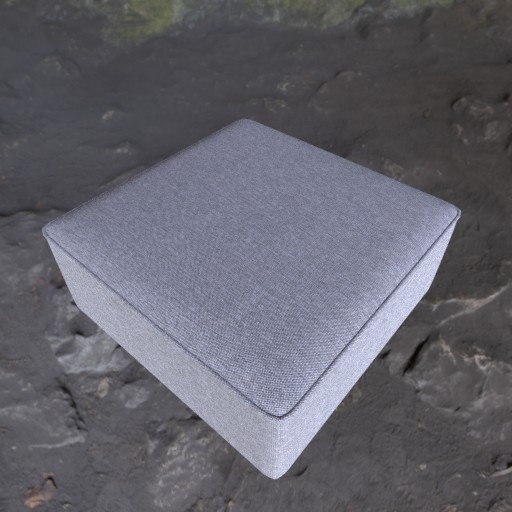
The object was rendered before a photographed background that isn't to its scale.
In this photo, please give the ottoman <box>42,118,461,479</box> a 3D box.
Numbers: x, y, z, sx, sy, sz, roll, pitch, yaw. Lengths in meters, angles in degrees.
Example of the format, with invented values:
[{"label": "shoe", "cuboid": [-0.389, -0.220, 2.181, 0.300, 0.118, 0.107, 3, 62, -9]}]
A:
[{"label": "ottoman", "cuboid": [0.000, 0.000, 1.578, 1.005, 0.455, 1.005, 31, 52, 28]}]
